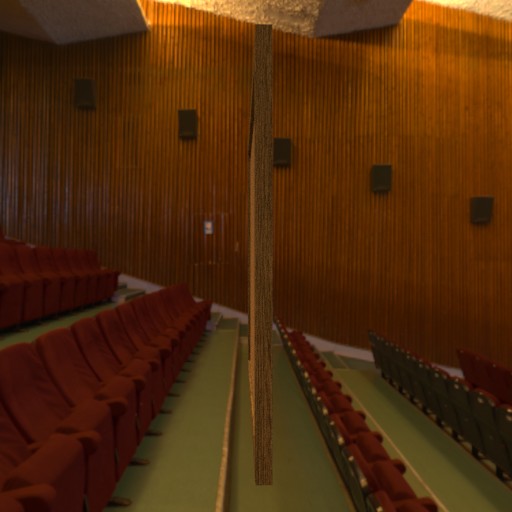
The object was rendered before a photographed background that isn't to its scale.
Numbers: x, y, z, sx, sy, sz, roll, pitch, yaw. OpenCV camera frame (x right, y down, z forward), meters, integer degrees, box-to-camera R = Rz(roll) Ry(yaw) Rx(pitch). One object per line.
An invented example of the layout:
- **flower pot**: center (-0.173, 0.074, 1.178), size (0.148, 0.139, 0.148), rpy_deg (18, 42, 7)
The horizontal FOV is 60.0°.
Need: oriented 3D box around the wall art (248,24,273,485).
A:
- **wall art**: center (0.000, 0.000, 0.742), size (0.019, 0.508, 0.508), rpy_deg (0, -1, -2)
